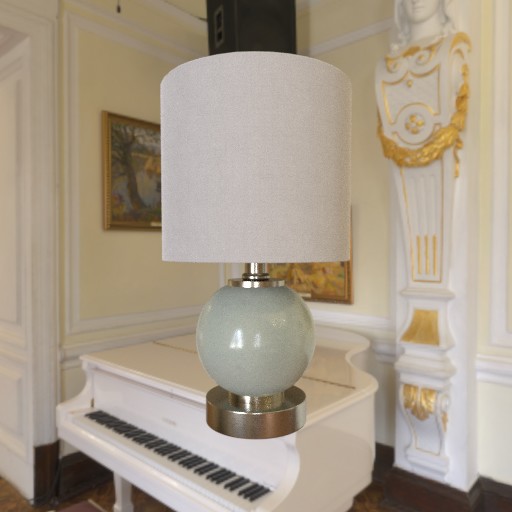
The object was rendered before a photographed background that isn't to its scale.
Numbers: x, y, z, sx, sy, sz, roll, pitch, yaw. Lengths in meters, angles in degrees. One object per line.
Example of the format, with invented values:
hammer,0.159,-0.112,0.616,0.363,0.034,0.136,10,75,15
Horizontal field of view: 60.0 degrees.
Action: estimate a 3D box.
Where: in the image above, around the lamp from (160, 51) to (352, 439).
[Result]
lamp,0.000,0.000,0.479,0.201,0.353,0.201,-1,1,-36
